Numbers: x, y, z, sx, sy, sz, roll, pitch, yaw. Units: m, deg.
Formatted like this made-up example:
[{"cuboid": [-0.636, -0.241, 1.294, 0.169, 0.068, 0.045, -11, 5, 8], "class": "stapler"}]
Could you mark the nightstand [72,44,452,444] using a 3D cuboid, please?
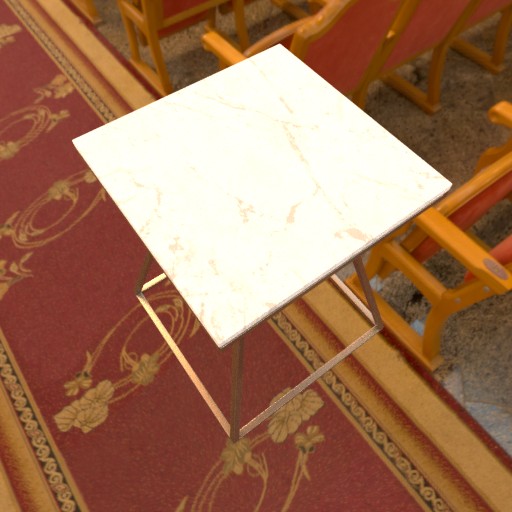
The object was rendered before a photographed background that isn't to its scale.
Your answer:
[{"cuboid": [0.000, 0.000, 0.897, 0.455, 0.554, 0.455, -32, 65, -17], "class": "nightstand"}]
